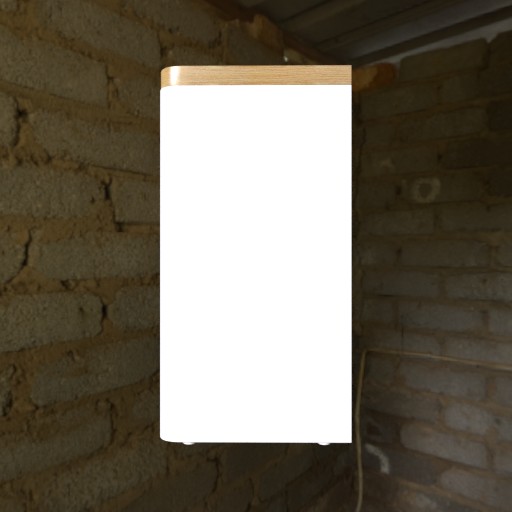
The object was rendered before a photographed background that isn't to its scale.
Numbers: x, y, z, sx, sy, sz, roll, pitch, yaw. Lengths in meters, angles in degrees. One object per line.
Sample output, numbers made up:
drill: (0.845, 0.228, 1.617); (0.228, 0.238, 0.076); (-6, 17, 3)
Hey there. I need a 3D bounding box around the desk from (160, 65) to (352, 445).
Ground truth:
desk: (0.000, 0.000, 1.436); (0.390, 0.760, 1.100); (0, 0, 0)
